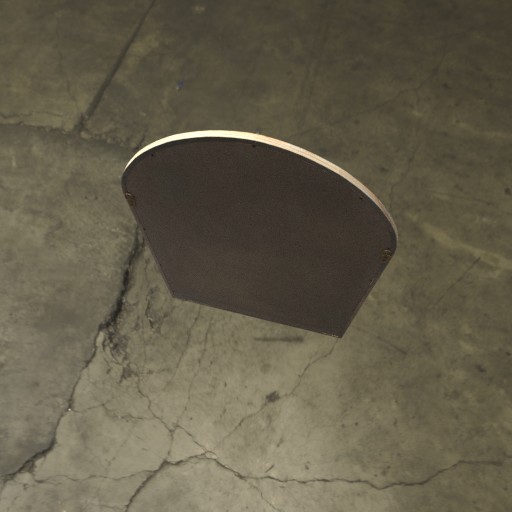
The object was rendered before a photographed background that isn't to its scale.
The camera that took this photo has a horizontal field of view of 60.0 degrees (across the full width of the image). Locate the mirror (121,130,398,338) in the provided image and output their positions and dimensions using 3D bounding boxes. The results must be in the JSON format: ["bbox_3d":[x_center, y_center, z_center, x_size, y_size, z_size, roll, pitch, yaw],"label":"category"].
[{"bbox_3d":[0.000,0.000,1.145,0.609,0.915,0.032,13,64,6],"label":"mirror"}]
